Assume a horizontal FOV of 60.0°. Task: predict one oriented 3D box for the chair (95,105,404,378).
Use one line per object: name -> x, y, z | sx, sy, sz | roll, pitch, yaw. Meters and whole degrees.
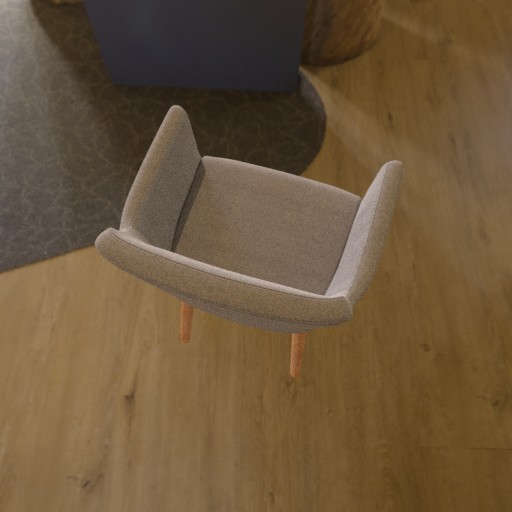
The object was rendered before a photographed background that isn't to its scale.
chair -> 0.000, 0.000, 1.166 | 0.570, 0.780, 0.540 | 16, 66, 7
